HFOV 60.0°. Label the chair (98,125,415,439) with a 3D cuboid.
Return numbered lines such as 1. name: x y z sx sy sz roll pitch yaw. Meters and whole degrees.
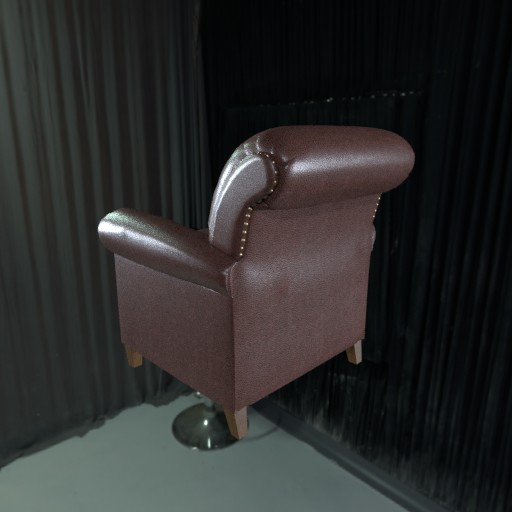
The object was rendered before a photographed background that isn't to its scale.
1. chair: 0.000 0.000 1.655 0.854 0.927 0.890 -15 21 -43
